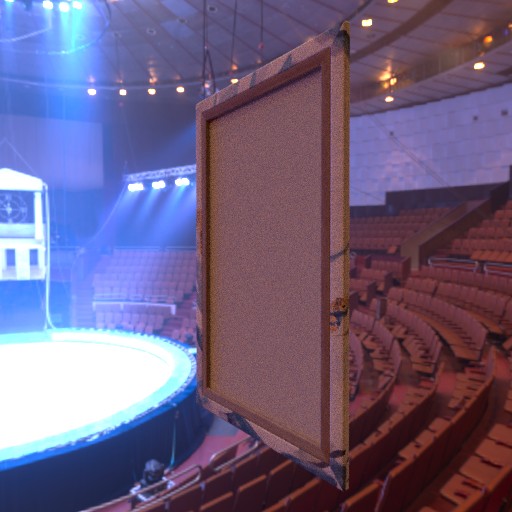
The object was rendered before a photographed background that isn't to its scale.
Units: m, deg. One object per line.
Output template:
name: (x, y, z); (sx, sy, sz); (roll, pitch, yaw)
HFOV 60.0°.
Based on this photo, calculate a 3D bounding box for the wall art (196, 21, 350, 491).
wall art: (0.000, 0.000, 1.108); (0.016, 0.914, 0.610); (-1, 1, -36)
